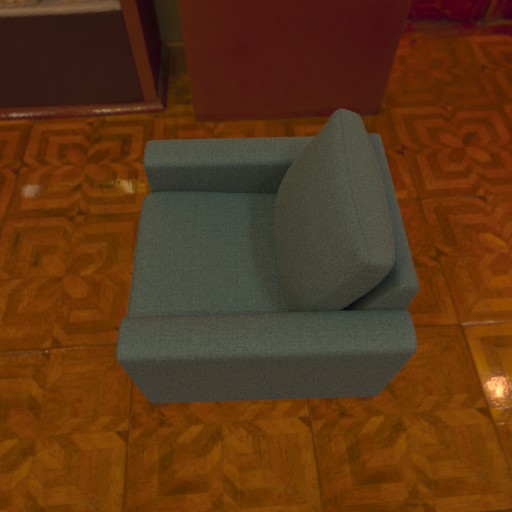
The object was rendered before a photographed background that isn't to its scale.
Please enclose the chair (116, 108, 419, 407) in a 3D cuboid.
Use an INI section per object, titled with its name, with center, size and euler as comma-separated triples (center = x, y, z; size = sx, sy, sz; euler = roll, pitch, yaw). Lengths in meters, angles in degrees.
[chair]
center = 0.000, 0.000, 1.881
size = 1.038, 1.010, 1.024
euler = -1, 58, -1
